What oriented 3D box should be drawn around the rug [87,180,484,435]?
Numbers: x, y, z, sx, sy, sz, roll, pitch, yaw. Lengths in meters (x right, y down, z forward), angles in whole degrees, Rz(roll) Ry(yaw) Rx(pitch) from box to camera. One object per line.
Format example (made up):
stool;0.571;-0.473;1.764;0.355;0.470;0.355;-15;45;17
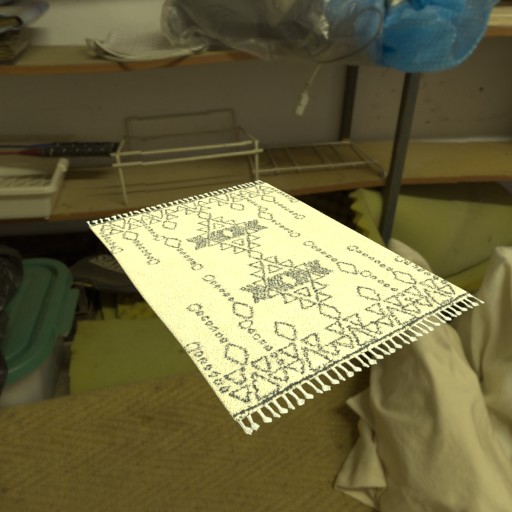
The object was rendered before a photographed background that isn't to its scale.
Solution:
rug;0.000;0.000;3.905;2.125;0.028;3.027;-19;36;-28
